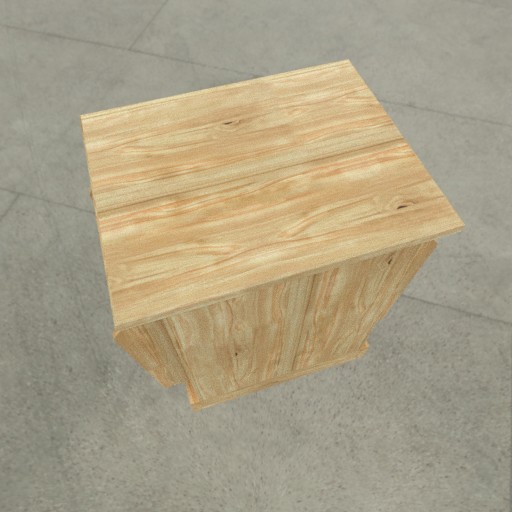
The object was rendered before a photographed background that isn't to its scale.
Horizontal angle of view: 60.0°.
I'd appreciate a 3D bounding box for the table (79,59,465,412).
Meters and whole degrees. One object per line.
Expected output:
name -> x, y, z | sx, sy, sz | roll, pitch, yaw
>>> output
table -> 0.000, 0.000, 0.870 | 0.530, 0.515, 0.380 | -15, 60, -9
